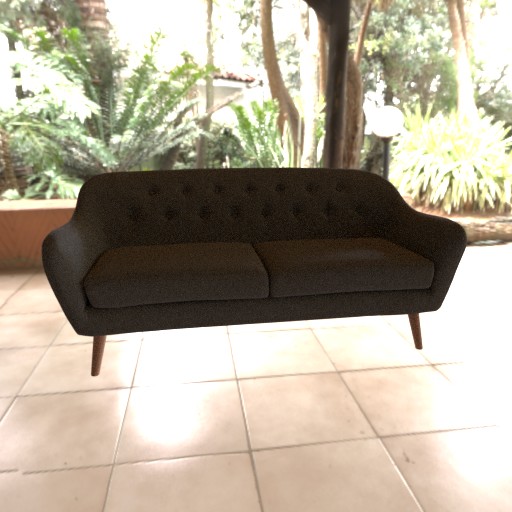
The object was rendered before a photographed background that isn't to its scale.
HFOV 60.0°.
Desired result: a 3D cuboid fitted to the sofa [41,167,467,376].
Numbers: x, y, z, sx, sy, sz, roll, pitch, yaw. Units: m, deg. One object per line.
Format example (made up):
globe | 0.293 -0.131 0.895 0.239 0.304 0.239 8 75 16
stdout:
sofa | 0.000 0.000 2.240 1.840 0.820 0.820 -3 16 -9
